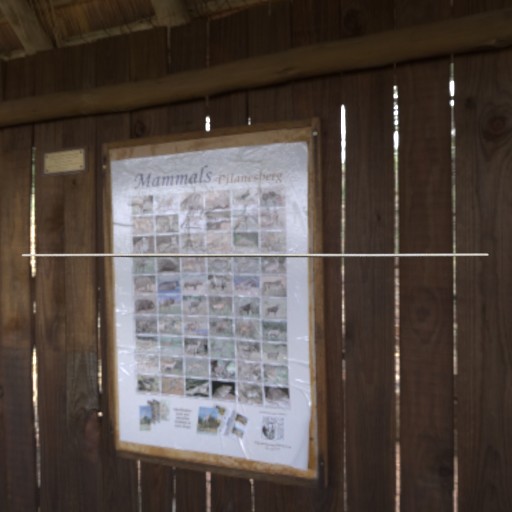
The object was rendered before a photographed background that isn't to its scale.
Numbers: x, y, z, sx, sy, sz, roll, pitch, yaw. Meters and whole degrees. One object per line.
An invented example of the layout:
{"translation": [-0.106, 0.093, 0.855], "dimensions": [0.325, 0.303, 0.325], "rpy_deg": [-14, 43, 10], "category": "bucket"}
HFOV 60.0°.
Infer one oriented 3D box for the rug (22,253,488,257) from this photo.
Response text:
{"translation": [0.000, 0.000, 4.097], "dimensions": [3.055, 0.021, 2.410], "rpy_deg": [0, 0, 1], "category": "rug"}
